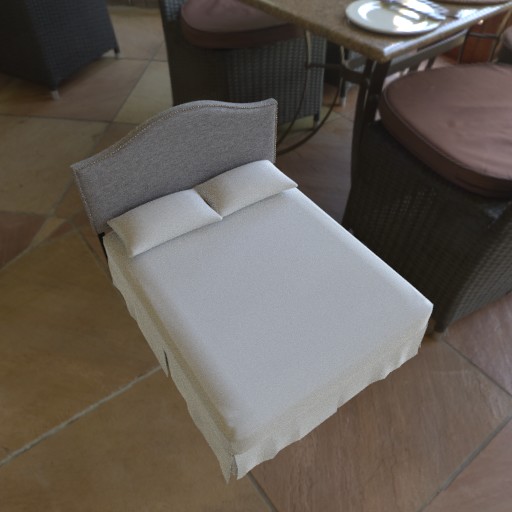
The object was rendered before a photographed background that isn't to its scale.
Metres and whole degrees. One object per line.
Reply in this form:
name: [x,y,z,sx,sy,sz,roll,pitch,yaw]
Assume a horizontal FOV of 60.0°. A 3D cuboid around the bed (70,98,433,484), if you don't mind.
bed: [0.000,0.000,2.892,1.610,1.295,1.870,-26,52,-23]
